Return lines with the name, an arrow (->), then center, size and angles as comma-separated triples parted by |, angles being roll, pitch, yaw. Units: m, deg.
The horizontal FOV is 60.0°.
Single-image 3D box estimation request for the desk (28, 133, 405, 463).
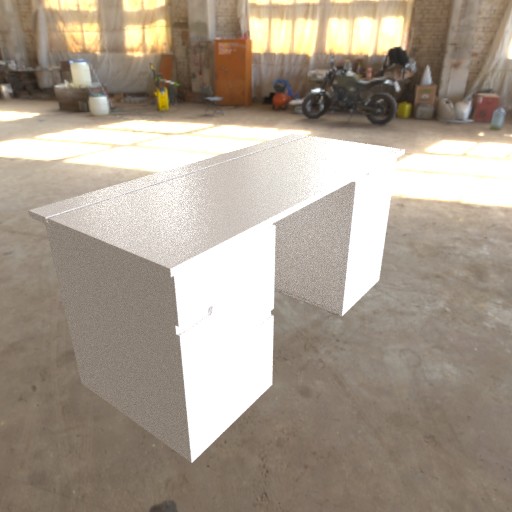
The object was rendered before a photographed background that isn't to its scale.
desk -> 0.000, 0.000, 1.998 | 0.670, 0.760, 1.580 | 19, 32, 33
